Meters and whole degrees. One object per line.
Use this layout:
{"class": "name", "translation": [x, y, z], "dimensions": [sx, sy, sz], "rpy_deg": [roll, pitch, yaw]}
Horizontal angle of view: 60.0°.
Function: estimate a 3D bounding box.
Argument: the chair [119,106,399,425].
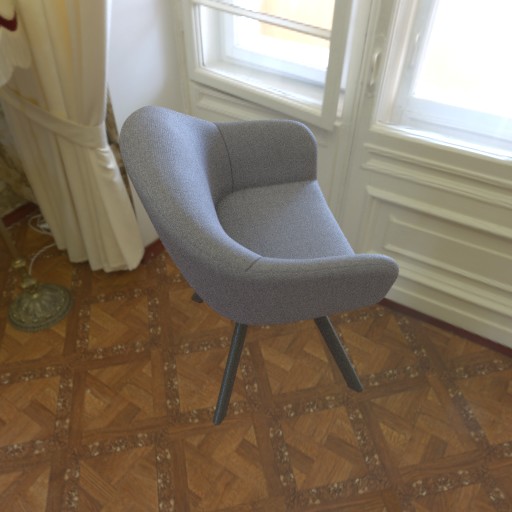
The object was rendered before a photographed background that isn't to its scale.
{"class": "chair", "translation": [0.000, 0.000, 1.172], "dimensions": [0.550, 0.795, 0.590], "rpy_deg": [-10, 46, -10]}
